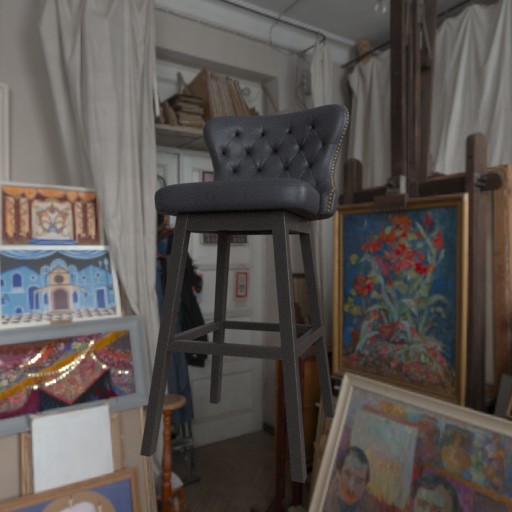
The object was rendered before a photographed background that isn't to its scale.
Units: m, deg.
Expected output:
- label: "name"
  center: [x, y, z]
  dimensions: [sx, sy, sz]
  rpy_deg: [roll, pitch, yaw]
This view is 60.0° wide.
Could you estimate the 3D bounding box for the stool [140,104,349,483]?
- label: "stool"
  center: [0.000, 0.000, 1.381]
  dimensions: [0.528, 1.050, 0.601]
  rpy_deg: [0, 0, 19]
